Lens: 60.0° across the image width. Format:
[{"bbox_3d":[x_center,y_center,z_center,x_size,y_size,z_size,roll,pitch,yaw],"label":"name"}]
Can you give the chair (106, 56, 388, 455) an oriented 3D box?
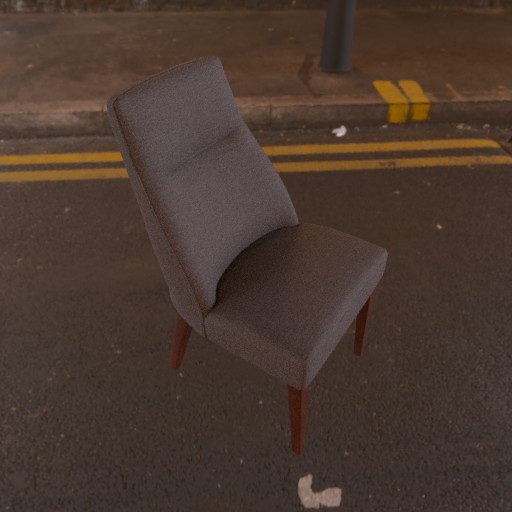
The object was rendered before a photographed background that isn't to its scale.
[{"bbox_3d":[0.000,0.000,1.267,0.620,0.930,0.500,24,47,25],"label":"chair"}]
